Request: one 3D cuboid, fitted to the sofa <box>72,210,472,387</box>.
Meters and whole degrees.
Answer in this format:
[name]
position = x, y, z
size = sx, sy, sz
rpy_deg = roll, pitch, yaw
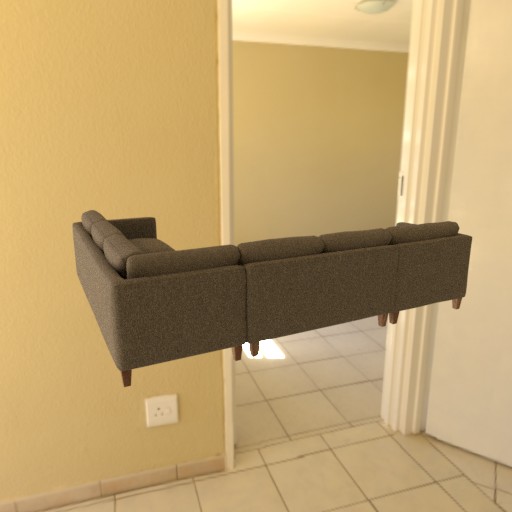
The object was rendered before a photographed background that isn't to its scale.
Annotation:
[sofa]
position = 0.000, 0.000, 4.500
size = 3.238, 0.853, 2.551
rpy_deg = -7, 16, -26
